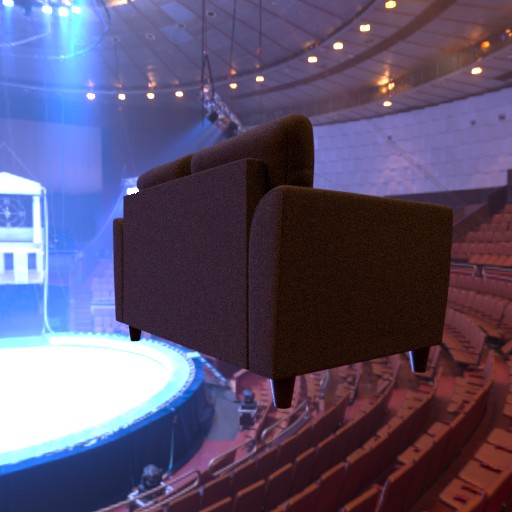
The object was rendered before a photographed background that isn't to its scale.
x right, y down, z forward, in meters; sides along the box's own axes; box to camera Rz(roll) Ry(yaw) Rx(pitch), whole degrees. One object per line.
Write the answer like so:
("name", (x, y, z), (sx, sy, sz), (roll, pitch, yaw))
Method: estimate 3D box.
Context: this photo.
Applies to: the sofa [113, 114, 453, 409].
("sofa", (0.000, 0.000, 2.001), (0.851, 0.885, 1.423), (0, 0, -36))
